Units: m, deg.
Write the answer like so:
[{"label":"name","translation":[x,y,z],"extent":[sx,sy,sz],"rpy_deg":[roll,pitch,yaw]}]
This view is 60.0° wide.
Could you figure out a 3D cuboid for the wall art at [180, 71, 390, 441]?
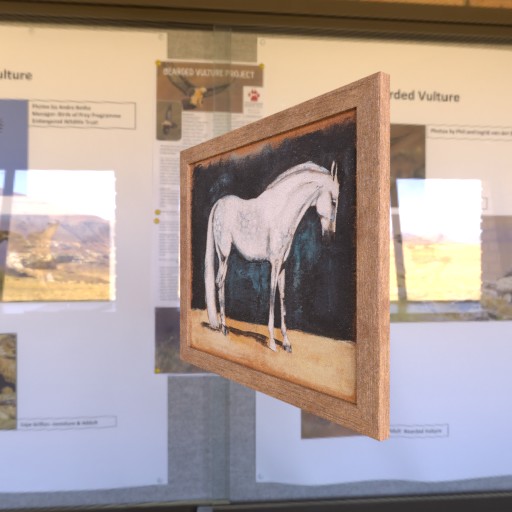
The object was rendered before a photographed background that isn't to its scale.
[{"label":"wall art","translation":[0.000,0.000,0.986],"extent":[0.026,0.588,0.690],"rpy_deg":[0,0,-37]}]
